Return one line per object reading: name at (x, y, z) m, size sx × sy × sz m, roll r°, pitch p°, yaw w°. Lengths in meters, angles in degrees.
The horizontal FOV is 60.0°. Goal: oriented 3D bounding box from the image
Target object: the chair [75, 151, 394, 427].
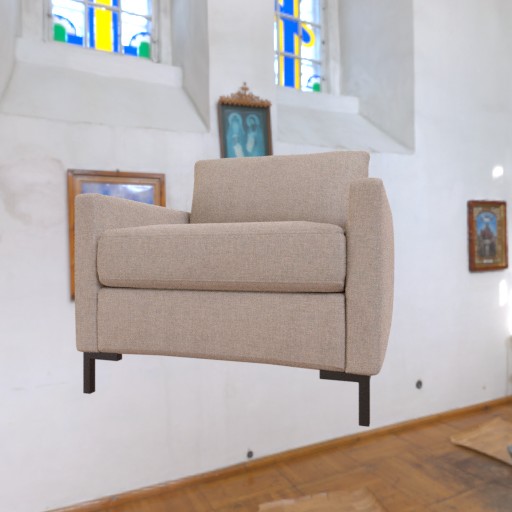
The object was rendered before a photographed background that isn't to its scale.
chair at (0.000, 0.000, 1.631) m, size 0.963 × 0.861 × 0.866 m, roll 0°, pitch 0°, yaw 18°
